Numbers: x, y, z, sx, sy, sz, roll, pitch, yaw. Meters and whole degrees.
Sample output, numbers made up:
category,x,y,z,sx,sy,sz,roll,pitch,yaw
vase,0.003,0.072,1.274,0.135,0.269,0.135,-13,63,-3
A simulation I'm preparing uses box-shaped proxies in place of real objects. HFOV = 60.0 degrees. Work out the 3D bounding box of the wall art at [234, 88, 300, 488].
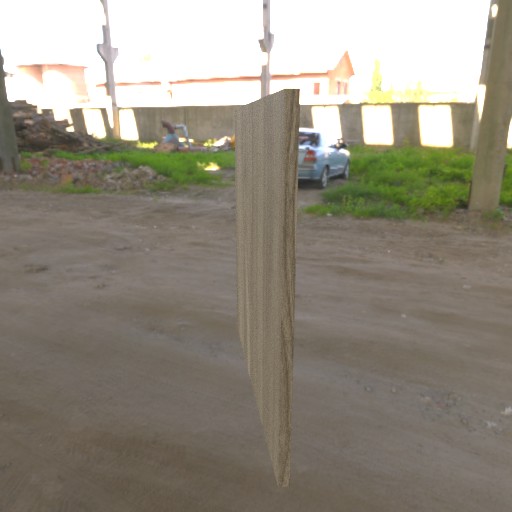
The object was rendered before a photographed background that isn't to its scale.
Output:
category,x,y,z,sx,sy,sz,roll,pitch,yaw
wall art,0.000,0.000,0.771,0.016,0.507,0.508,-2,16,-8
